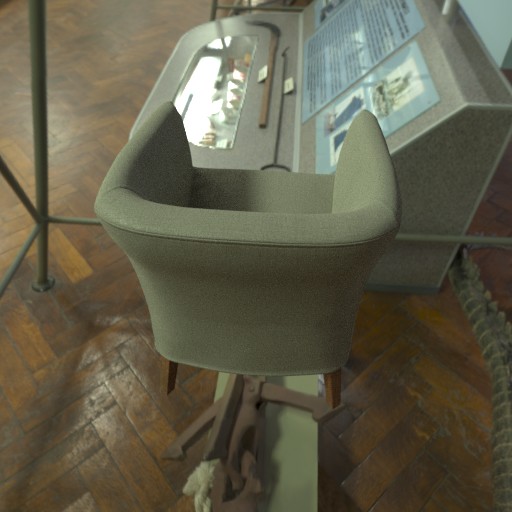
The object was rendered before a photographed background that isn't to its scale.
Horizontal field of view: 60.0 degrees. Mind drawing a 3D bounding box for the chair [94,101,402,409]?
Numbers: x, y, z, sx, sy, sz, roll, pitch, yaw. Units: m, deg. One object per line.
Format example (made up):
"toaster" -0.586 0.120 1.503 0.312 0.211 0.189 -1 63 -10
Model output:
"chair" 0.000 0.000 1.204 0.600 0.771 0.668 4 46 4
